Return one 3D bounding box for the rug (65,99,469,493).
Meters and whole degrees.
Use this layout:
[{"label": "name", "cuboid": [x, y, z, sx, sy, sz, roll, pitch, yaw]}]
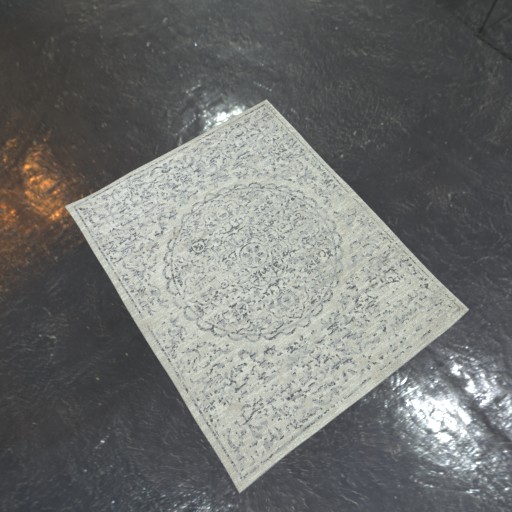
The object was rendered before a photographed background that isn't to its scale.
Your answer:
[{"label": "rug", "cuboid": [0.000, 0.000, 3.943, 2.343, 0.026, 2.925, -33, 69, -14]}]
